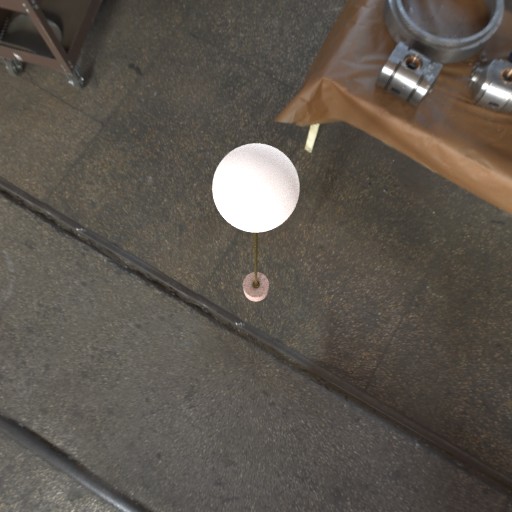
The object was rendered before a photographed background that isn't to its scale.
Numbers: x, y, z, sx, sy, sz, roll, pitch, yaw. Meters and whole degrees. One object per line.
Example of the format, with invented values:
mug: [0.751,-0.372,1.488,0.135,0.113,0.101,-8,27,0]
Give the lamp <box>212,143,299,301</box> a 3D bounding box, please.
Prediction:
lamp: [0.000,0.000,1.900,0.229,1.748,0.229,-3,76,-1]
